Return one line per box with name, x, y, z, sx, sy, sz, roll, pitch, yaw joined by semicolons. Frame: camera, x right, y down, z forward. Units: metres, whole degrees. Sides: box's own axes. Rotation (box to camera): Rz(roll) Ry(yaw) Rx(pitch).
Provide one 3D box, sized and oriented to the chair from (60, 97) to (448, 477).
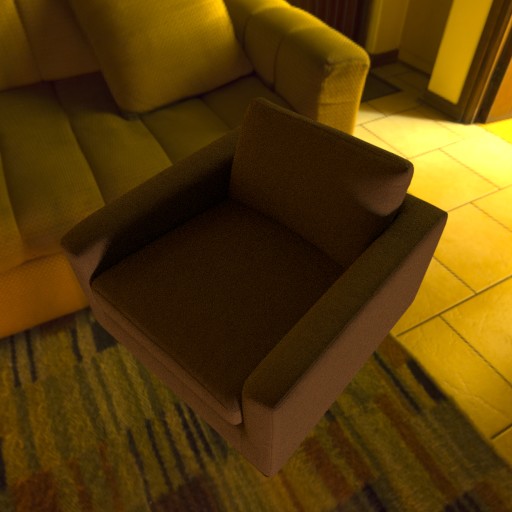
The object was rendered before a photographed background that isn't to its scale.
chair;0.000;0.000;1.810;1.070;0.847;1.100;32;54;27
